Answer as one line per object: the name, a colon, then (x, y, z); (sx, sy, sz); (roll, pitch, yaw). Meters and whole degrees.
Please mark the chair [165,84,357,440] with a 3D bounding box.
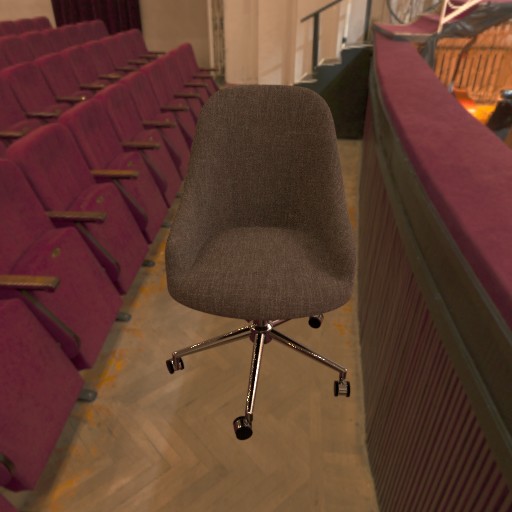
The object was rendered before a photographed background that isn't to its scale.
chair: (0.000, 0.000, 1.461); (0.671, 0.950, 0.712); (2, 31, 2)
